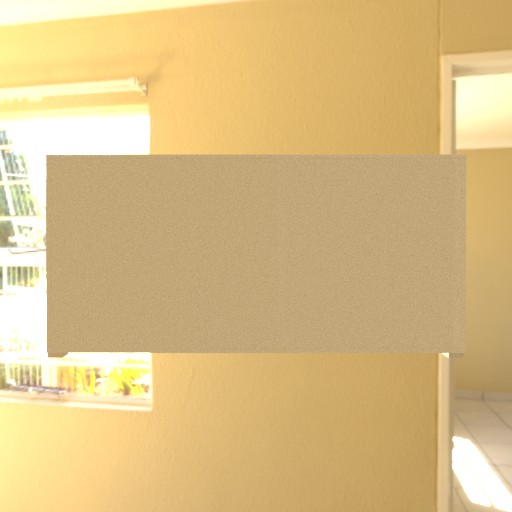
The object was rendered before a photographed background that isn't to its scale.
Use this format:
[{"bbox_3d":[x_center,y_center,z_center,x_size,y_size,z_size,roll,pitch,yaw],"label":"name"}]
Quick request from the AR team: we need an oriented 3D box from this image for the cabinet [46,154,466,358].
[{"bbox_3d":[0.000,0.000,1.941,1.650,0.800,0.400,0,0,0],"label":"cabinet"}]
